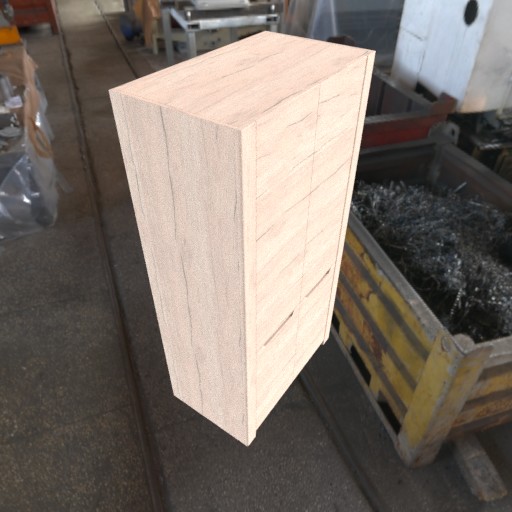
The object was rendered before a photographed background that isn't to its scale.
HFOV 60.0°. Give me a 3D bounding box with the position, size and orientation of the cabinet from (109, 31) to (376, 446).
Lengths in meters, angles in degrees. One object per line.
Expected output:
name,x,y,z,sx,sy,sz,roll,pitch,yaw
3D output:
cabinet,0.000,0.000,2.362,0.580,1.930,0.980,25,46,26
